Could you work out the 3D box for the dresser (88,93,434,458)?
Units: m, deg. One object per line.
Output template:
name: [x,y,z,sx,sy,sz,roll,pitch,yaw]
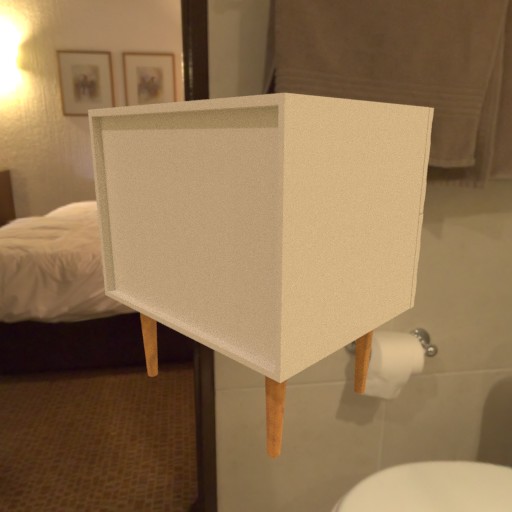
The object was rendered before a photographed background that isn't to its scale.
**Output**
dresser: [0.000,0.000,0.900,0.503,0.568,0.414,14,21,43]
